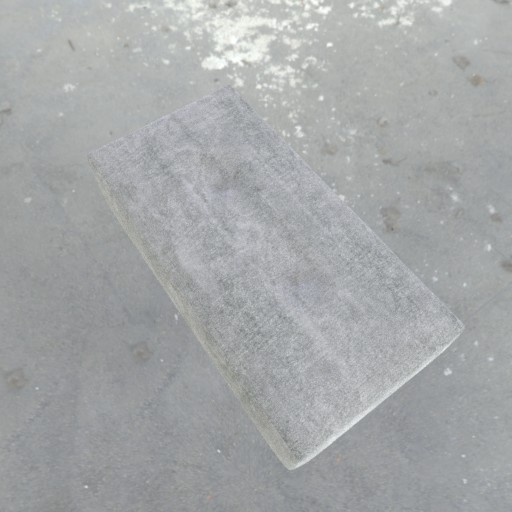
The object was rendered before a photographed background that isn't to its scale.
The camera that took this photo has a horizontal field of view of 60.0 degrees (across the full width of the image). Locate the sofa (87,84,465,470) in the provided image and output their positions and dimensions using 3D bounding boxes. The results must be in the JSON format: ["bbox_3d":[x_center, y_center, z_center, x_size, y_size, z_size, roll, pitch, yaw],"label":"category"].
[{"bbox_3d":[0.000,0.000,1.166,0.480,0.330,0.930,-32,67,-16],"label":"sofa"}]
